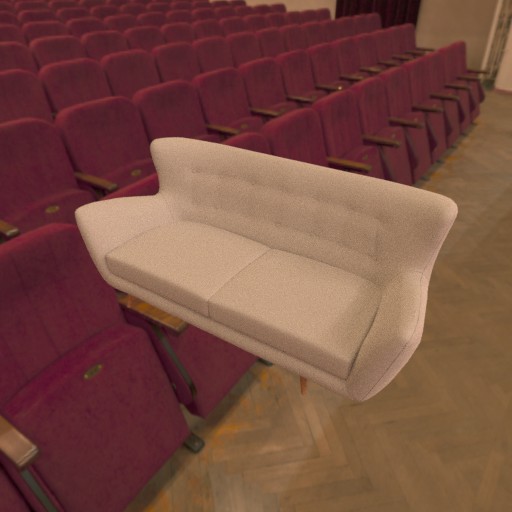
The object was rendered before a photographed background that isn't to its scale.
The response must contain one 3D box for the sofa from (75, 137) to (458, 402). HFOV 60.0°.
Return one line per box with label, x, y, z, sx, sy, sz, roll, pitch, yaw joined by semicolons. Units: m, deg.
sofa;0.000;0.000;2.433;1.930;0.890;0.899;19;37;28
